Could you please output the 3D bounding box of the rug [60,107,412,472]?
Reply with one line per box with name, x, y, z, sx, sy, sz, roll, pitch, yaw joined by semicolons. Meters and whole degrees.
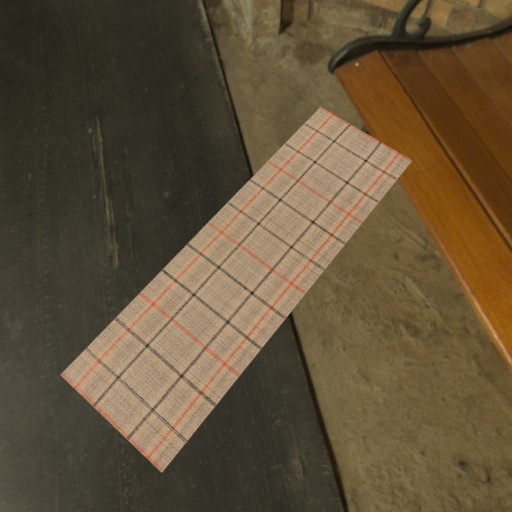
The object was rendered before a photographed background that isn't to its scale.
rug;0.000;0.000;2.706;0.762;0.008;2.439;36;70;15
